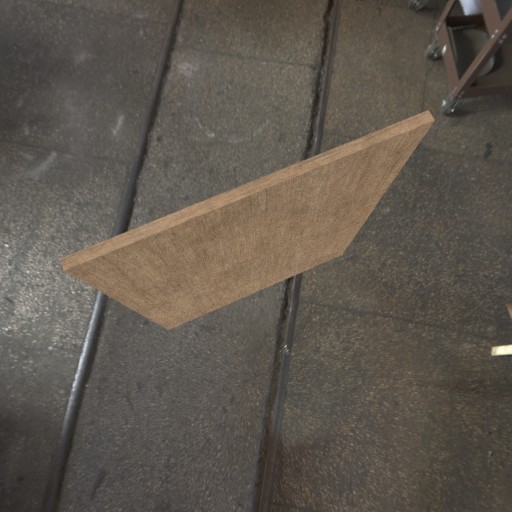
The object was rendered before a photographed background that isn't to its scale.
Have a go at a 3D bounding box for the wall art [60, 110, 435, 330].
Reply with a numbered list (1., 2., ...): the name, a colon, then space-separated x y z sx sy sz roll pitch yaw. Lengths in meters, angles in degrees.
1. wall art: 0.000 0.000 0.917 0.534 0.686 0.018 -23 76 -6
